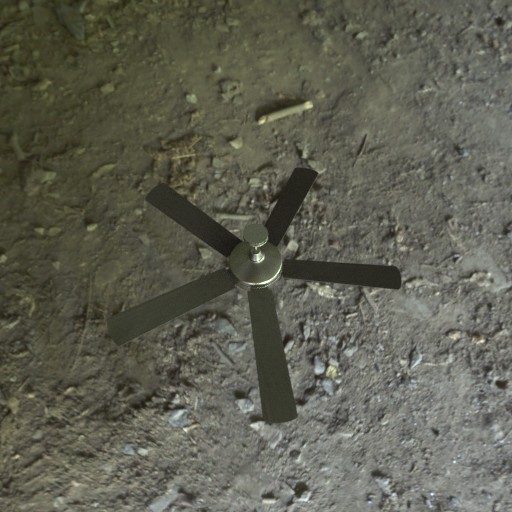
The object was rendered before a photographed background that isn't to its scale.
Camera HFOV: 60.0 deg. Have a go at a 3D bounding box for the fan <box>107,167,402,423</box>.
[{"bbox_3d":[0.000,0.000,1.993,1.321,0.356,1.321,13,59,8],"label":"fan"}]
